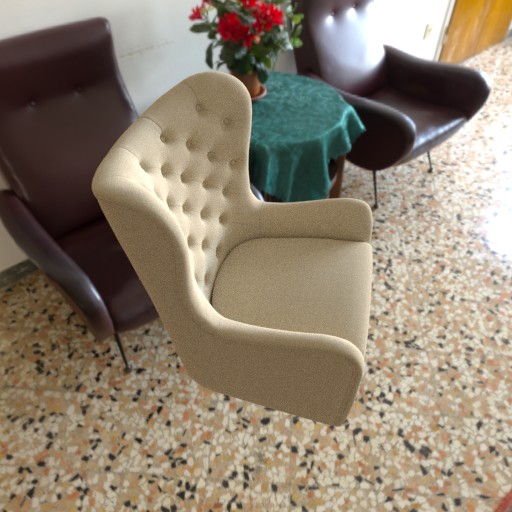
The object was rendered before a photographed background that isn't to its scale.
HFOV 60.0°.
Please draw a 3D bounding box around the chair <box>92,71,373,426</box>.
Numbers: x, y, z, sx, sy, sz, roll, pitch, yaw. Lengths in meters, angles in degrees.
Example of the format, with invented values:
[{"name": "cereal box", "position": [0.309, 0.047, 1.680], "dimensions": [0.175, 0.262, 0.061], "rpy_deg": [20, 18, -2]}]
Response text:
[{"name": "chair", "position": [0.000, 0.000, 1.727], "dimensions": [0.929, 1.079, 0.831], "rpy_deg": [9, 46, 9]}]
